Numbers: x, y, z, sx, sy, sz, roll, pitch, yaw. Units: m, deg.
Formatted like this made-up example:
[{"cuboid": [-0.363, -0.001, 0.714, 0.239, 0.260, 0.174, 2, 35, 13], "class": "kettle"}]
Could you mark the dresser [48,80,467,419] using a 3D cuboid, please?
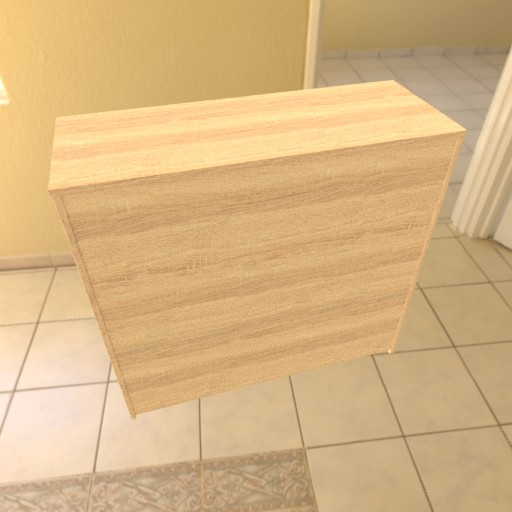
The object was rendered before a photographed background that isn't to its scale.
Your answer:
[{"cuboid": [0.000, 0.000, 1.425, 0.980, 0.900, 0.380, -11, 42, -12], "class": "dresser"}]
